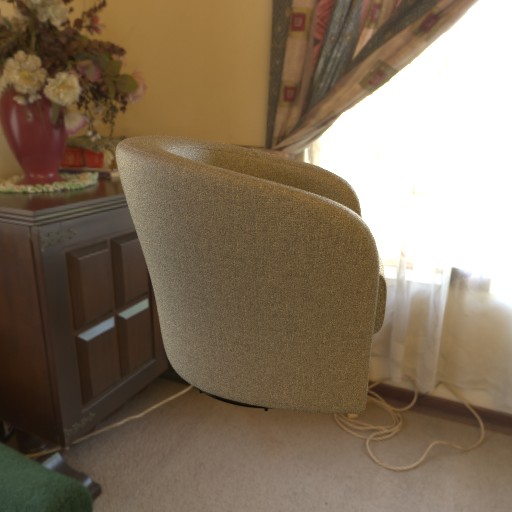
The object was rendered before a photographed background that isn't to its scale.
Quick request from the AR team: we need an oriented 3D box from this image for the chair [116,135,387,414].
[{"bbox_3d":[0.000,0.000,1.477,0.815,0.771,0.791,3,17,9],"label":"chair"}]
